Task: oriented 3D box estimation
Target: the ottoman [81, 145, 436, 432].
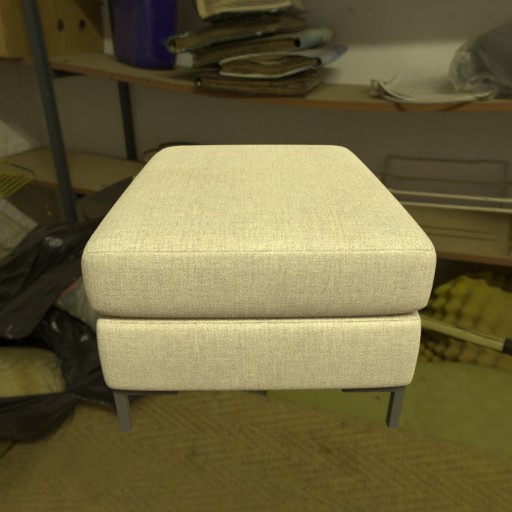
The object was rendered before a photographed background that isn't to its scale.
[{"bbox_3d":[0.000,0.000,1.222,0.671,0.490,0.820,0,26,-1],"label":"ottoman"}]
